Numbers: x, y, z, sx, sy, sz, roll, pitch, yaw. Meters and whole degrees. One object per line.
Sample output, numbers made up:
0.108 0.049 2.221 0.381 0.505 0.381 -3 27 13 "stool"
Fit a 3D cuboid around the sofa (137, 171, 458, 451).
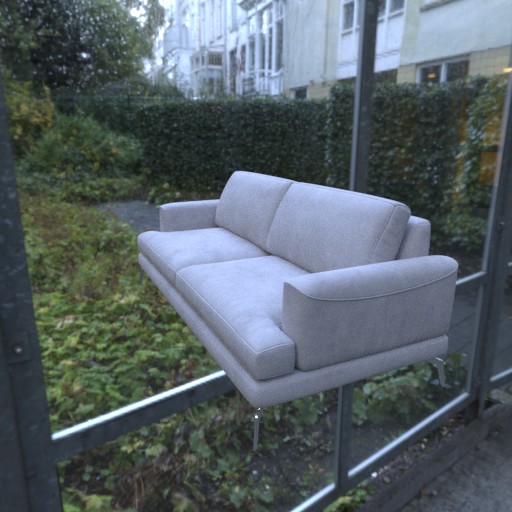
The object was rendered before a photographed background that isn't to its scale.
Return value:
0.000 0.000 2.543 0.980 0.830 2.013 -8 17 -25 "sofa"
